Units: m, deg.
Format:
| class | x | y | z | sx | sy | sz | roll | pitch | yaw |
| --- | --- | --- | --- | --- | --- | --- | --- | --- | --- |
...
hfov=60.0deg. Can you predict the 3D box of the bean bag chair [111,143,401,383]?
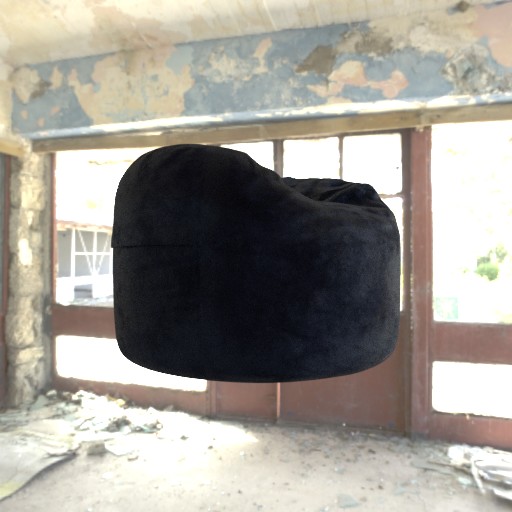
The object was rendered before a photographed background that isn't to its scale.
| class | x | y | z | sx | sy | sz | roll | pitch | yaw |
| --- | --- | --- | --- | --- | --- | --- | --- | --- | --- |
| bean bag chair | 0.000 | 0.000 | 1.470 | 0.918 | 0.616 | 0.918 | 0 | 0 | 0 |
